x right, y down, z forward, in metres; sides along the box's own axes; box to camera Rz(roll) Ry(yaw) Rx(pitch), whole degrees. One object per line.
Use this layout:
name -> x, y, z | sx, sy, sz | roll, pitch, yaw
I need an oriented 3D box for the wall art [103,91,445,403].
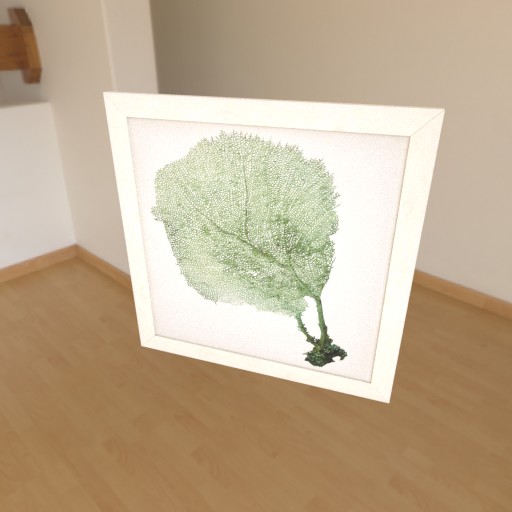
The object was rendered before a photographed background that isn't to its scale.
wall art -> 0.000, 0.000, 0.871 | 0.584, 0.584, 0.013 | 9, 29, 16
